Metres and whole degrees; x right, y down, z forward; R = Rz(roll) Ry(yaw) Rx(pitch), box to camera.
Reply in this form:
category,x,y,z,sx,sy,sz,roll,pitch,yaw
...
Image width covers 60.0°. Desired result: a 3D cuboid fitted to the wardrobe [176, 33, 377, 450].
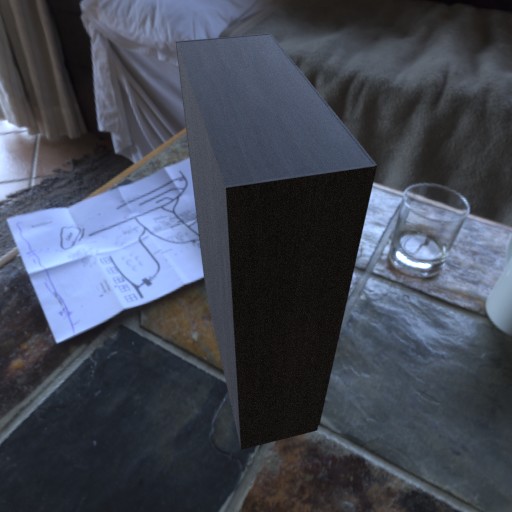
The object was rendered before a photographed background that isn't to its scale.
category,x,y,z,sx,sy,sz,roll,pitch,yaw
wardrobe,0.000,0.000,2.488,0.510,1.910,1.290,-10,45,-10
